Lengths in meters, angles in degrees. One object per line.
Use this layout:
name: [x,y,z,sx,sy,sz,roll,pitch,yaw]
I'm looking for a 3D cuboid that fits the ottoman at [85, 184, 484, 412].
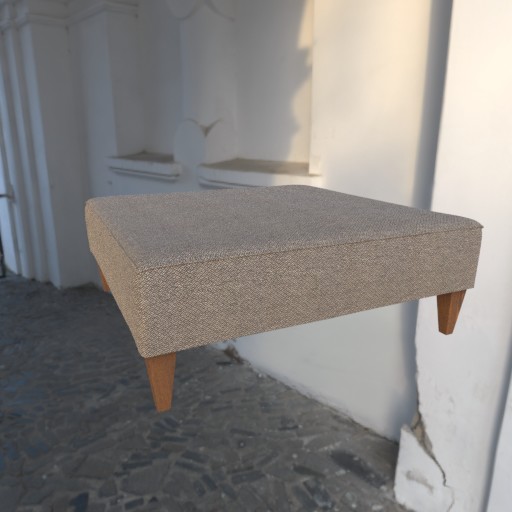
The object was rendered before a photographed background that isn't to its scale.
ottoman: [0.000,0.000,1.495,0.981,0.378,0.970,-8,17,-25]
